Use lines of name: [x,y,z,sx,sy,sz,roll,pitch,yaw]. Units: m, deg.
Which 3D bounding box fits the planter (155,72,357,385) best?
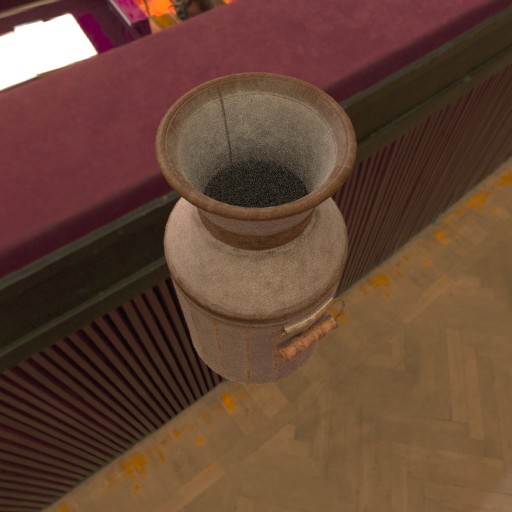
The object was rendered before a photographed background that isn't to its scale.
planter: [0.000,0.000,0.544,0.214,0.396,0.245,-31,64,-17]
